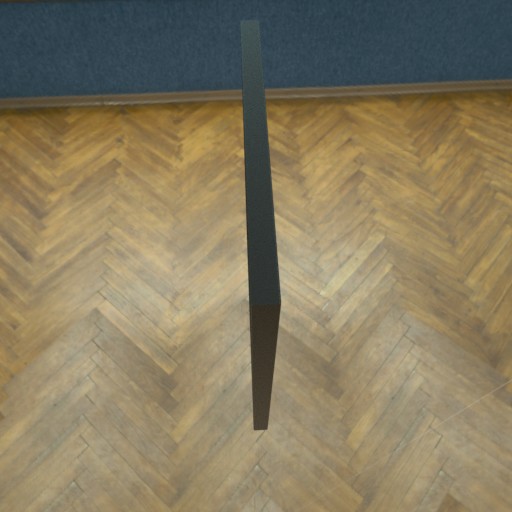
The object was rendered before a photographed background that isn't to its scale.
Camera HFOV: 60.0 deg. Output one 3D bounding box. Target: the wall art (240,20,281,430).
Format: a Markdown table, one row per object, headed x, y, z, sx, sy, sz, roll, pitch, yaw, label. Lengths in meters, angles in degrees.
| x | y | z | sx | sy | sz | roll | pitch | yaw | label |
| --- | --- | --- | --- | --- | --- | --- | --- | --- | --- |
| 0.000 | 0.000 | 0.747 | 0.028 | 0.551 | 0.451 | -2 | 58 | -1 | wall art |
